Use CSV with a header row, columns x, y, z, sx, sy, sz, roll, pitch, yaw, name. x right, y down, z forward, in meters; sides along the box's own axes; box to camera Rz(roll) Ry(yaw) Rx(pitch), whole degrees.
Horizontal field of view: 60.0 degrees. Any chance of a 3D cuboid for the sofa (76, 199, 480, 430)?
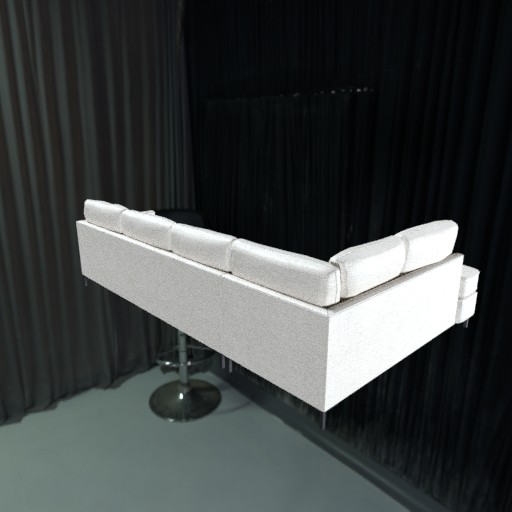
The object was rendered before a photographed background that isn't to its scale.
x,y,z,sx,sy,sz,roll,pitch,yaw,name
0.000,0.000,4.242,2.048,0.996,3.384,-15,22,-41,sofa
